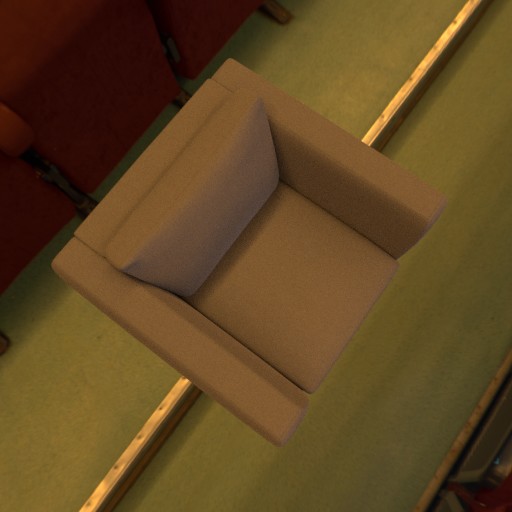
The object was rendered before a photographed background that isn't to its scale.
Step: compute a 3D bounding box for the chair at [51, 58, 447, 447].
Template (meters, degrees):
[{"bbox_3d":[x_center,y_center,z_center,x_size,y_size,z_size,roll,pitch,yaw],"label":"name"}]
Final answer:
[{"bbox_3d":[0.000,0.000,1.685,0.930,0.860,1.000,36,79,8],"label":"chair"}]
